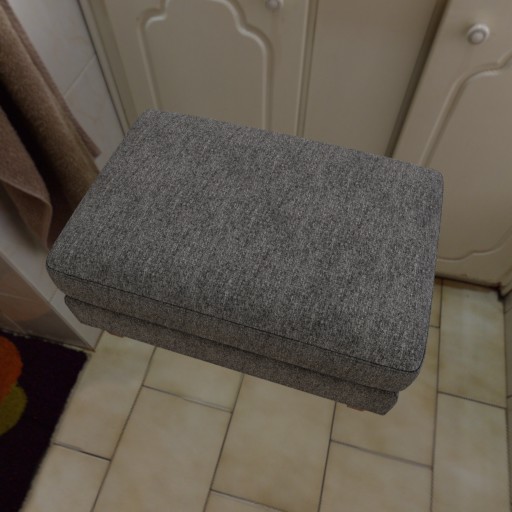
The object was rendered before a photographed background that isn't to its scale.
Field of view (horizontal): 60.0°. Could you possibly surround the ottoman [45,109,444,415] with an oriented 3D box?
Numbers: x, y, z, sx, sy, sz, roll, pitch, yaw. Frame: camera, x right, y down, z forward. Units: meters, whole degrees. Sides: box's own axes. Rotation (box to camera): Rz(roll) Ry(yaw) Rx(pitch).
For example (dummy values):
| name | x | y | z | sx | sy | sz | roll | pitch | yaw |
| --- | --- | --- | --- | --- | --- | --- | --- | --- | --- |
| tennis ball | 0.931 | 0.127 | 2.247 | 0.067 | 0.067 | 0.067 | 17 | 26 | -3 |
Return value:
| name | x | y | z | sx | sy | sz | roll | pitch | yaw |
| --- | --- | --- | --- | --- | --- | --- | --- | --- | --- |
| ottoman | 0.000 | 0.000 | 1.210 | 0.864 | 0.483 | 0.584 | 15 | 59 | 9 |
